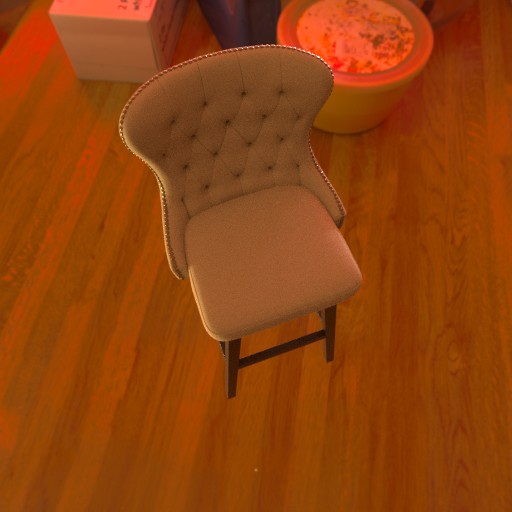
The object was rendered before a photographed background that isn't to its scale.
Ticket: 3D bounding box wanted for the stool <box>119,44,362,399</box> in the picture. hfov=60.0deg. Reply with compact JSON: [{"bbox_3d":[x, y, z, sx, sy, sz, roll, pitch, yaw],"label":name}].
[{"bbox_3d":[0.000,0.000,1.395,0.528,1.066,0.605,-18,66,-8],"label":"stool"}]
